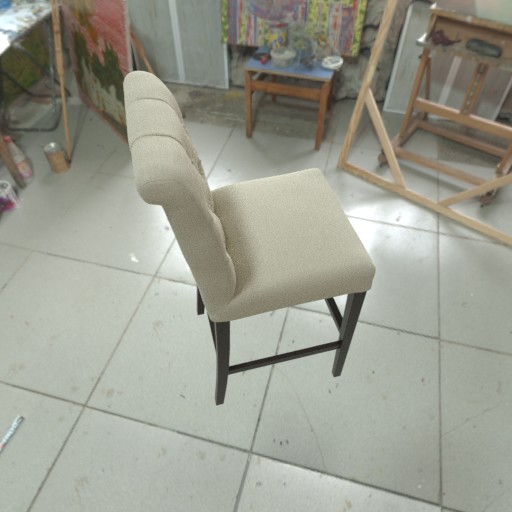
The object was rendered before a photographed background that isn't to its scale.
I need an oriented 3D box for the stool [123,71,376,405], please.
[{"bbox_3d":[0.000,0.000,1.456,0.610,1.118,0.482,-11,50,-9],"label":"stool"}]
